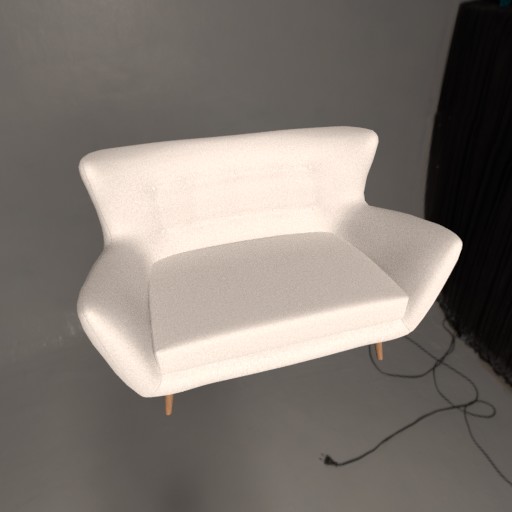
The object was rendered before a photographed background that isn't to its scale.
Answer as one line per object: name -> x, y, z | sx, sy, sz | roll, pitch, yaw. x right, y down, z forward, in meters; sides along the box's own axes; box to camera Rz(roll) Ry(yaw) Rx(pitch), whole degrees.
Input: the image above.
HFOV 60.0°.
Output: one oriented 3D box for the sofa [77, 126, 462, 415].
sofa -> 0.000, 0.000, 1.952 | 1.424, 0.878, 0.921 | -10, 33, -15
